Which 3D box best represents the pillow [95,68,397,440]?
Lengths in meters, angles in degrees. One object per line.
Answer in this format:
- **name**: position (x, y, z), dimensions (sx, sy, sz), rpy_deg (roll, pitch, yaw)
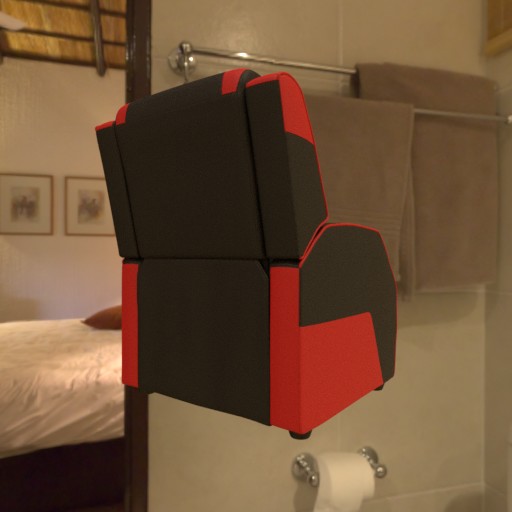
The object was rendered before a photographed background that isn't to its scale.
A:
- **pillow**: position (0.000, 0.000, 1.295), dimensions (0.620, 0.805, 0.672), rpy_deg (0, 0, 37)
